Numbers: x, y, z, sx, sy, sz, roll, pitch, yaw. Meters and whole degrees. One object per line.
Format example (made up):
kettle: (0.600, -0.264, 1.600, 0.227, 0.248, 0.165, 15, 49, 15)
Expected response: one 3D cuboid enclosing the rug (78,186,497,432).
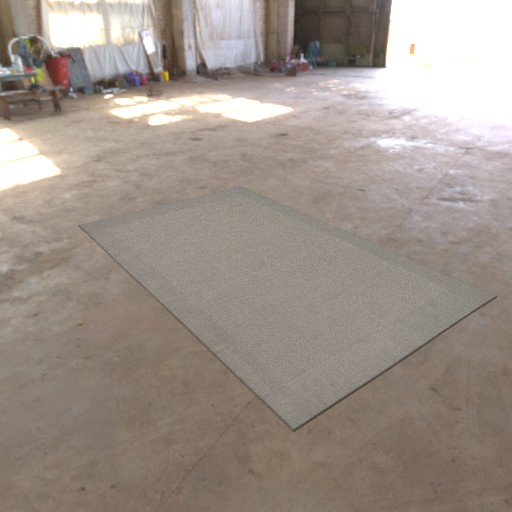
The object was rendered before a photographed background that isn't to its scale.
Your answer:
rug: (0.000, 0.000, 2.918, 1.524, 0.014, 2.438, -20, 33, -33)
